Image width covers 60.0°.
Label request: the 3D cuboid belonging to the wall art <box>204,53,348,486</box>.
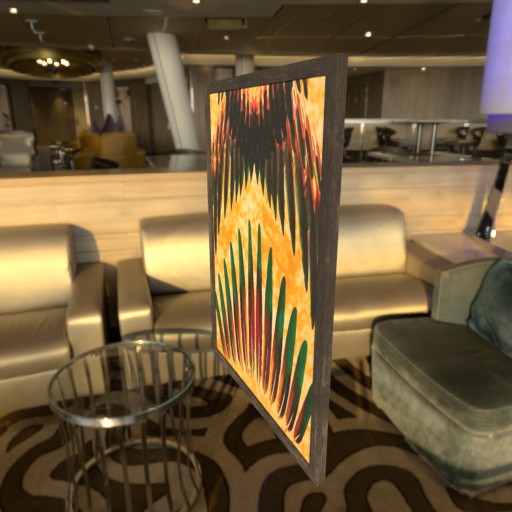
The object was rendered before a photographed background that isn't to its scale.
[{"bbox_3d":[0.000,0.000,1.390,0.029,1.066,0.812,-8,19,-24],"label":"wall art"}]
